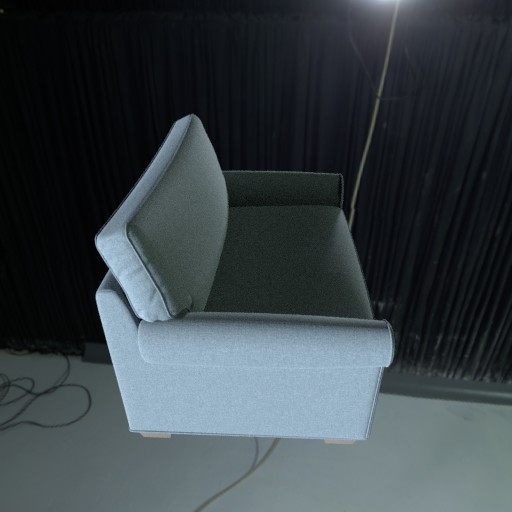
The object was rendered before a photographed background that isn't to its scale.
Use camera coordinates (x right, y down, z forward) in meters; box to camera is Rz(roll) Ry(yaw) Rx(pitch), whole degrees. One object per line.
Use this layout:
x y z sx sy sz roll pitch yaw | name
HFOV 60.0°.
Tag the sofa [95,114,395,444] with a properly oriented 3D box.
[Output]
0.000 0.000 2.008 0.940 0.953 1.410 1 32 2 | sofa
